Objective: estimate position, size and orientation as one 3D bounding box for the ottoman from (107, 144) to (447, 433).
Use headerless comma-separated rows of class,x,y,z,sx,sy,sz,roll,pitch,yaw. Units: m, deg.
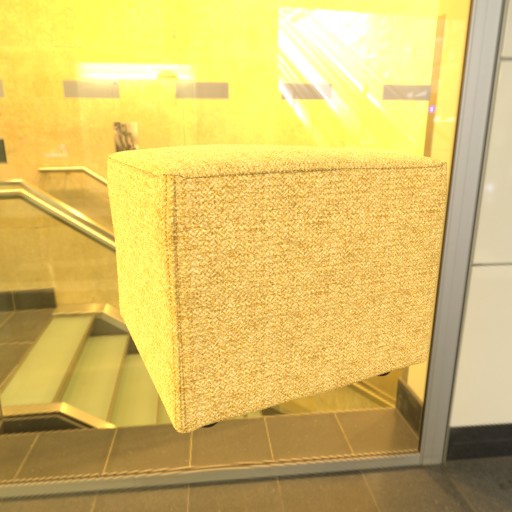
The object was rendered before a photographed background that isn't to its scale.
ottoman,0.000,0.000,0.913,0.505,0.441,0.512,-7,17,-25
